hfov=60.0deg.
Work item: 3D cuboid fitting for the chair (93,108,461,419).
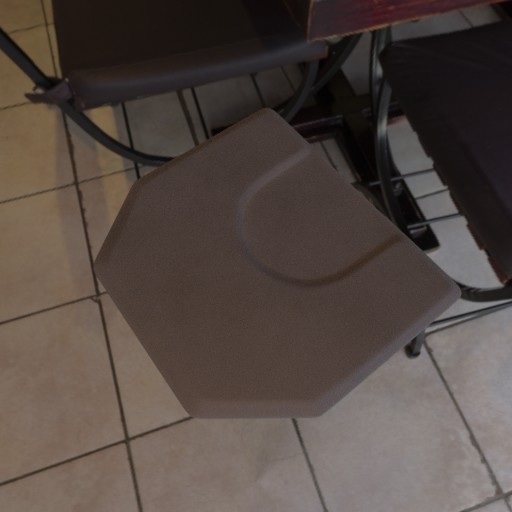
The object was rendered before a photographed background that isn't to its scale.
[{"bbox_3d":[0.000,0.000,1.967,1.219,0.024,1.372,-34,68,-16],"label":"chair"}]
